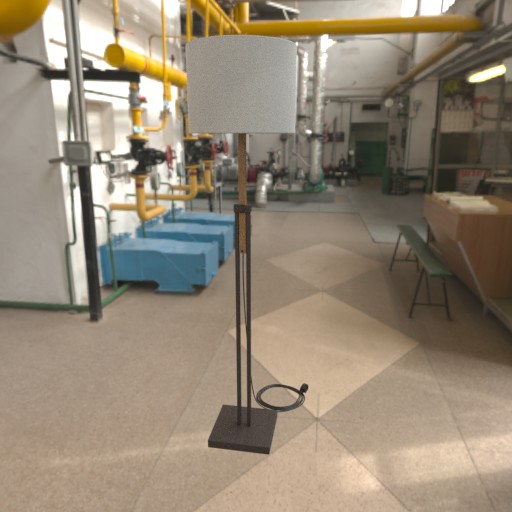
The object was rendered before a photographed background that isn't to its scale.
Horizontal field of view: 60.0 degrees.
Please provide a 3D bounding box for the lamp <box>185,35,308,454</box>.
[{"bbox_3d":[0.000,0.000,1.949,0.474,1.650,0.639,3,16,10],"label":"lamp"}]
